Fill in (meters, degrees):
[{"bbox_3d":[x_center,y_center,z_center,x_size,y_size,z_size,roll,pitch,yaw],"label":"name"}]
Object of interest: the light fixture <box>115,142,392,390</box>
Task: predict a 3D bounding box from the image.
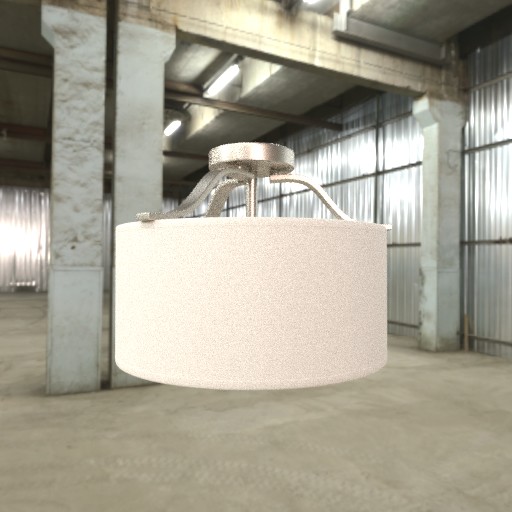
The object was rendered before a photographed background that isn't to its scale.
[{"bbox_3d":[0.000,0.000,0.653,0.395,0.304,0.395,0,-1,0],"label":"light fixture"}]
